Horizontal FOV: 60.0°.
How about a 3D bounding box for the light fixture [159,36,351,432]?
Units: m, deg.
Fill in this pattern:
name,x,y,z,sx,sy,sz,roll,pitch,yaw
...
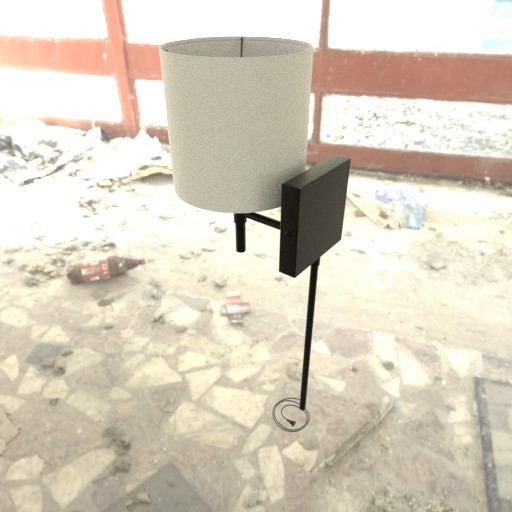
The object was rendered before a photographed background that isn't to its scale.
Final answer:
name,x,y,z,sx,sy,sz,roll,pitch,yaw
light fixture,0.000,0.000,0.686,0.248,0.589,0.188,23,39,31
